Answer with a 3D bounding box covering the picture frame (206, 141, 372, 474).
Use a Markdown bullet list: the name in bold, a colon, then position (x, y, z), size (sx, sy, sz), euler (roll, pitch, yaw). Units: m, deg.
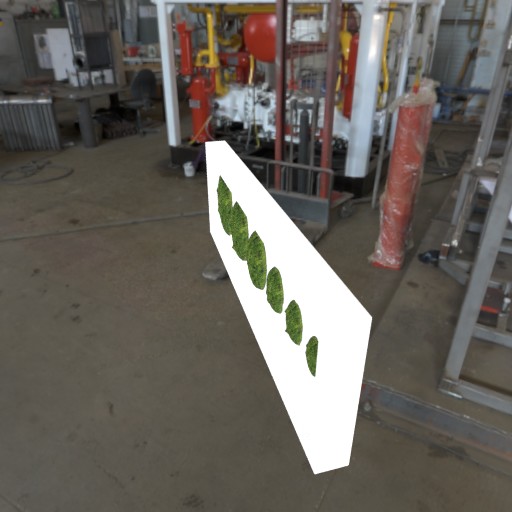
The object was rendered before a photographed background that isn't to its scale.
- **picture frame**: position (0.000, 0.000, 0.854), size (0.050, 0.250, 0.759), euler (-8, 30, -14)
